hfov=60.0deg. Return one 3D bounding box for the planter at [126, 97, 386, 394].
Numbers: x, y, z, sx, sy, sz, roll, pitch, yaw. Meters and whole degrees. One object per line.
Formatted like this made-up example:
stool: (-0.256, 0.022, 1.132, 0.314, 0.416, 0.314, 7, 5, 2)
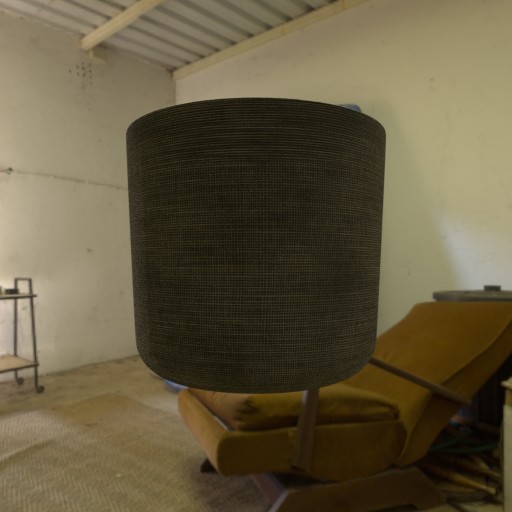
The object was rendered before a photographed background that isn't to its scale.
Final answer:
planter: (0.000, 0.000, 0.778, 0.440, 0.398, 0.440, 0, -1, 0)
